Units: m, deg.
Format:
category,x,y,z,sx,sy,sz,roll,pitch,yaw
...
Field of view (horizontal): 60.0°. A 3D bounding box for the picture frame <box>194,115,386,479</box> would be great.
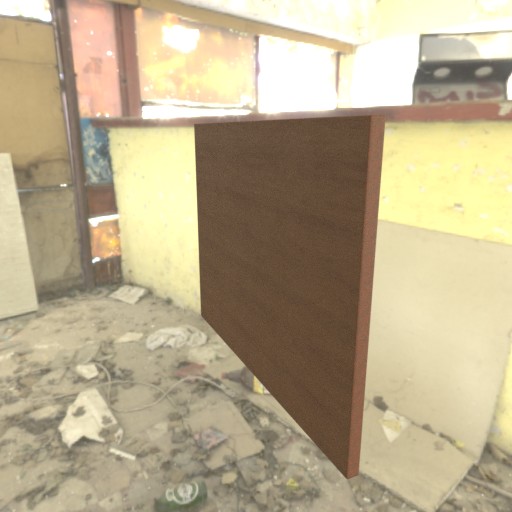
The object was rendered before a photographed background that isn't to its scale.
category,x,y,z,sx,sy,sz,roll,pitch,yaw
picture frame,0.000,0.000,1.745,0.045,1.018,1.329,-7,17,-24
